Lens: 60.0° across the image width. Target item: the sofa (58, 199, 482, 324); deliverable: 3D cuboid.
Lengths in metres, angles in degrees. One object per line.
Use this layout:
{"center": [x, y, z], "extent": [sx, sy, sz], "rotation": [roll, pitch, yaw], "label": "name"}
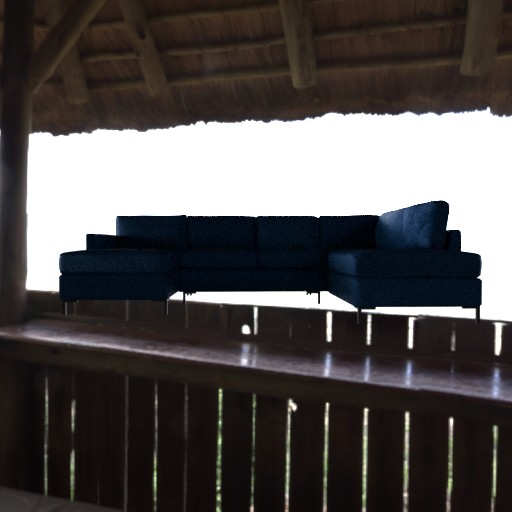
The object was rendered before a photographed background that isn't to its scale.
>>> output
{"center": [0.000, 0.000, 4.339], "extent": [3.434, 0.992, 2.055], "rotation": [0, 1, -2], "label": "sofa"}
